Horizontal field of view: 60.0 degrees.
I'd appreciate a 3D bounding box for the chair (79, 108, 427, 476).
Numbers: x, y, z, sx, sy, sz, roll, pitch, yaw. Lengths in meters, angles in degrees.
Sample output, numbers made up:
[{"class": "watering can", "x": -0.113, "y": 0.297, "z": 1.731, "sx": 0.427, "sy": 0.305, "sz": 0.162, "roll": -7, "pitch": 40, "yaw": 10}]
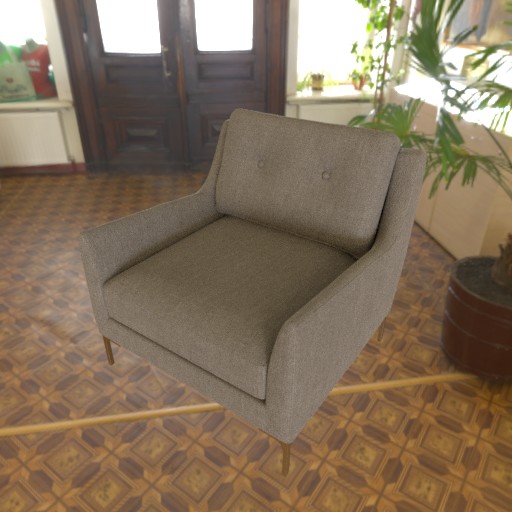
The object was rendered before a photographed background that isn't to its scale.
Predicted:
[{"class": "chair", "x": 0.000, "y": 0.000, "z": 1.557, "sx": 0.847, "sy": 0.828, "sz": 0.849, "roll": 20, "pitch": 36, "yaw": 30}]
